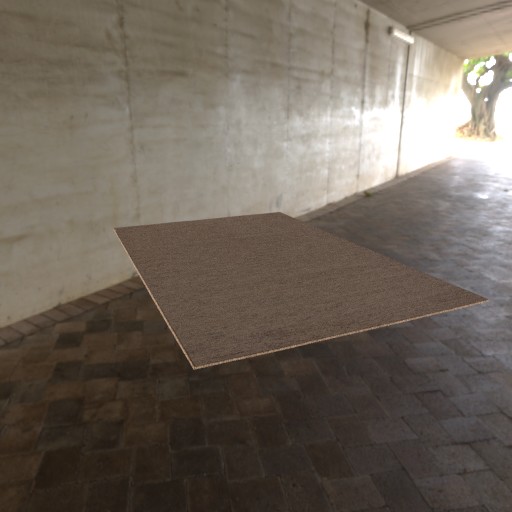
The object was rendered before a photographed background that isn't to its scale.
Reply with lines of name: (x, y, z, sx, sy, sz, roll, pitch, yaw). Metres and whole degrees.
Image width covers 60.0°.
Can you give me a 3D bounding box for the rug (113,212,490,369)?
rug: (0.000, 0.000, 2.334, 1.225, 0.013, 1.840, -8, 19, -23)
